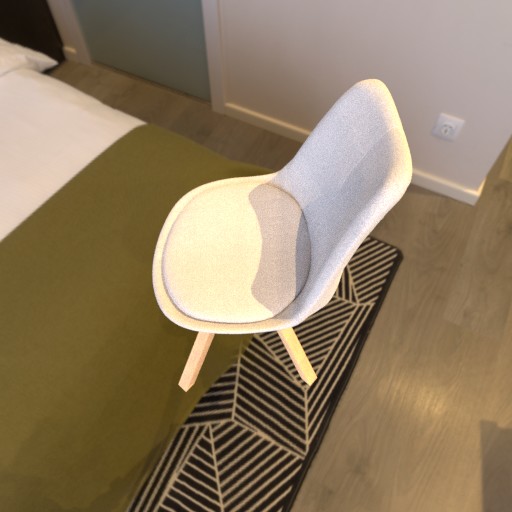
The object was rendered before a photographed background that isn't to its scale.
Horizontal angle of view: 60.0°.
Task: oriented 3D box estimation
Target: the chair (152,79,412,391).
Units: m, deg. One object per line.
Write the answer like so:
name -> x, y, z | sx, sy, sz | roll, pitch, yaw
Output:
chair -> 0.000, 0.000, 1.168 | 0.549, 0.863, 0.474 | -2, 57, -1
